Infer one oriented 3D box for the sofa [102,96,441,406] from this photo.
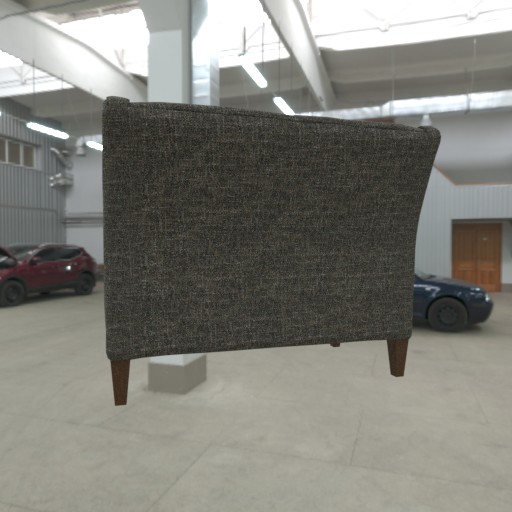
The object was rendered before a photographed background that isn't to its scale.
[{"bbox_3d":[0.000,0.000,1.920,1.242,1.021,0.870,0,2,-17],"label":"sofa"}]
